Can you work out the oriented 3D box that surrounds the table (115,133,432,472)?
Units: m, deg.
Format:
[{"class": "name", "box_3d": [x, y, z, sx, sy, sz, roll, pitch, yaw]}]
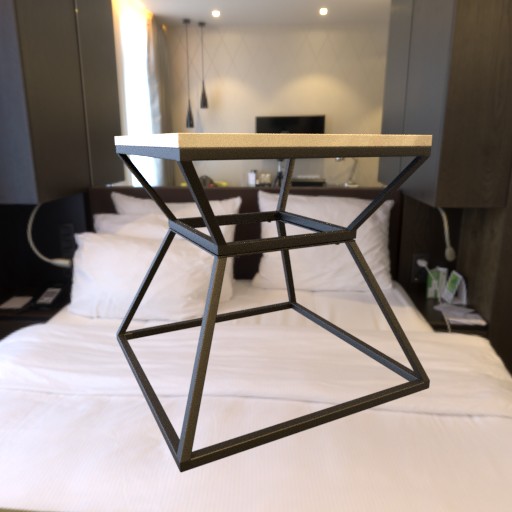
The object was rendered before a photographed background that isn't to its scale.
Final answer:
[{"class": "table", "box_3d": [0.000, 0.000, 0.823, 0.455, 0.431, 0.455, -7, 16, -26]}]
